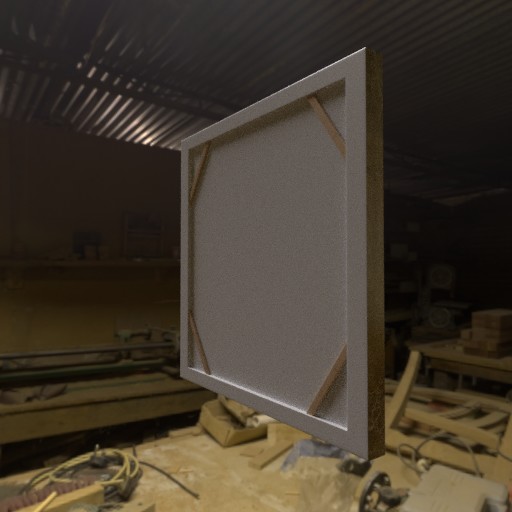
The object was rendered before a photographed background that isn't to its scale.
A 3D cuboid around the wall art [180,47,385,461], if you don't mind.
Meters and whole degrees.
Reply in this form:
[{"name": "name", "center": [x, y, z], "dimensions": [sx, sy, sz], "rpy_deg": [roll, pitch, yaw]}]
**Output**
[{"name": "wall art", "center": [0.000, 0.000, 0.909], "dimensions": [0.038, 0.610, 0.610], "rpy_deg": [1, -2, -36]}]
